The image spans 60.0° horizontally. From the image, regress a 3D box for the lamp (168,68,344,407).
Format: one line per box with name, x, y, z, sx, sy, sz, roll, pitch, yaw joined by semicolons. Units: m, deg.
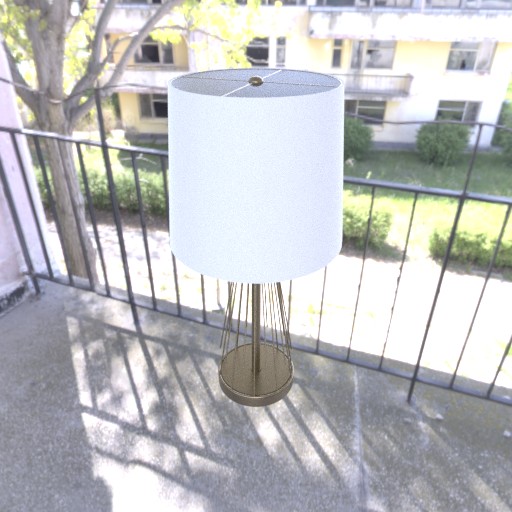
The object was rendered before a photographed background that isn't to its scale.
lamp;0.000;0.000;0.813;0.303;0.618;0.303;0;31;0
